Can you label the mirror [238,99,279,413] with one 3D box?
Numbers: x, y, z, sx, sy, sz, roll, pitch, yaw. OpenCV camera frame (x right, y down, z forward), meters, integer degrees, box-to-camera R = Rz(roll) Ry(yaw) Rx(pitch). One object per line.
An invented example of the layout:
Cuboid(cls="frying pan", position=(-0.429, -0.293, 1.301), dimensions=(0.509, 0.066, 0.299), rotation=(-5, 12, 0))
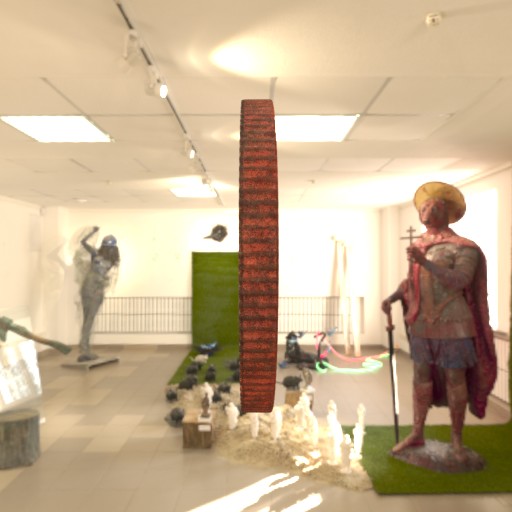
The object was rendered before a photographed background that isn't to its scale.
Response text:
Cuboid(cls="mirror", position=(0.000, 0.000, 0.913), dimensions=(0.056, 0.609, 0.609), rotation=(0, -1, -1))
